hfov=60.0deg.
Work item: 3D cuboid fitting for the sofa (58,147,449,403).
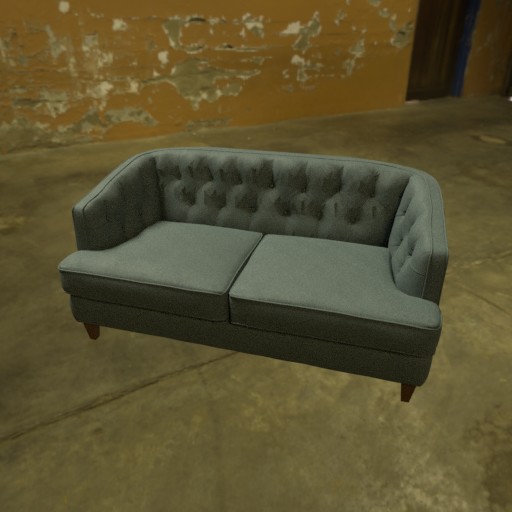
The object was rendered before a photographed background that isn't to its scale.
[{"bbox_3d":[0.000,0.000,2.268,1.733,0.855,0.941,8,29,14],"label":"sofa"}]
